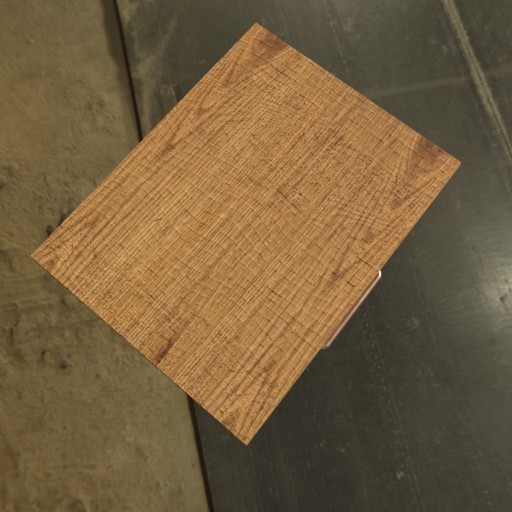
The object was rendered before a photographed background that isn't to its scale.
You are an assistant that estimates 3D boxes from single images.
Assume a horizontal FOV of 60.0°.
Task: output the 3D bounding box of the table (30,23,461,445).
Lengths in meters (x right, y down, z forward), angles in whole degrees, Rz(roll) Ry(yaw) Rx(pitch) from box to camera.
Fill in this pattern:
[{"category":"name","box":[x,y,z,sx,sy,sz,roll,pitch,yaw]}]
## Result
[{"category":"table","box":[0.000,0.000,1.062,0.494,0.625,0.601,38,79,9]}]
